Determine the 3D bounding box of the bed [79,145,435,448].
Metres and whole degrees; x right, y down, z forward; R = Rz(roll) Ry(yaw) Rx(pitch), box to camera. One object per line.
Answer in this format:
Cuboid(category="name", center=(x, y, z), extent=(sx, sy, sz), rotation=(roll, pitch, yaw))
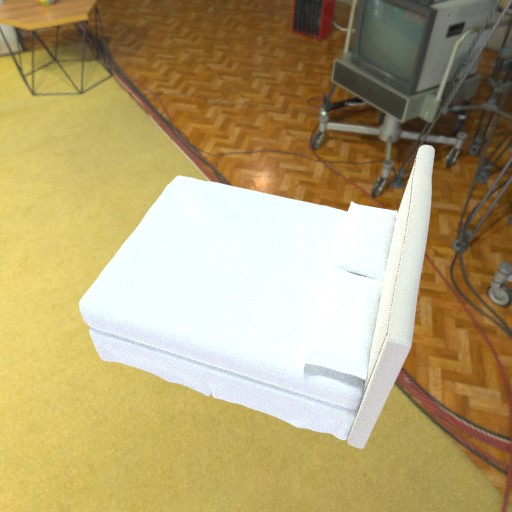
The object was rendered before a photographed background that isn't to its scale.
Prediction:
Cuboid(category="bed", center=(0.000, 0.000, 3.301), extent=(2.143, 1.460, 1.753), rotation=(14, 48, 13))
